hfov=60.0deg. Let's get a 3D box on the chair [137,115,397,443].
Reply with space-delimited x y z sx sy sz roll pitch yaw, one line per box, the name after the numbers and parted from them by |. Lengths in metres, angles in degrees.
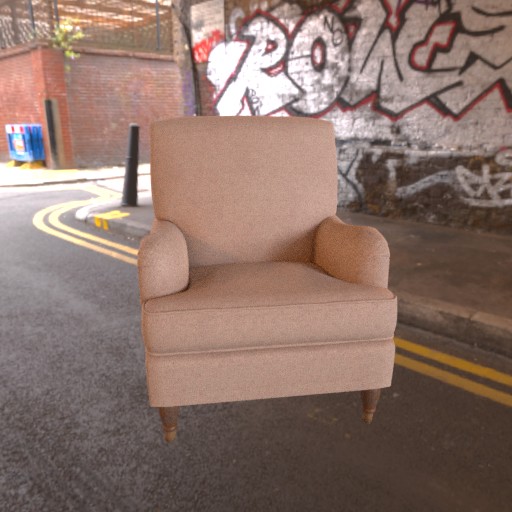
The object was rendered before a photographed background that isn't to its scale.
0.000 0.000 1.823 0.879 1.119 0.953 -2 16 -8 | chair
